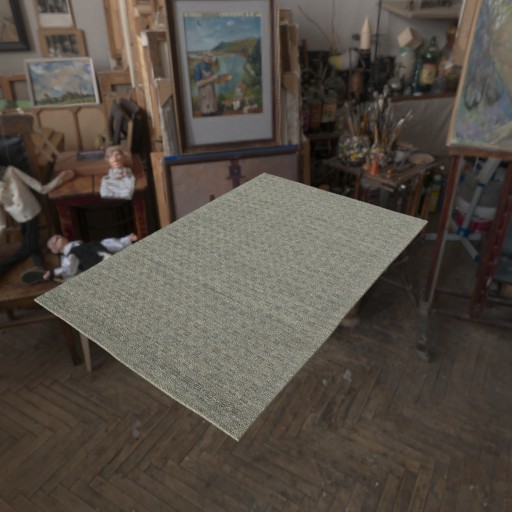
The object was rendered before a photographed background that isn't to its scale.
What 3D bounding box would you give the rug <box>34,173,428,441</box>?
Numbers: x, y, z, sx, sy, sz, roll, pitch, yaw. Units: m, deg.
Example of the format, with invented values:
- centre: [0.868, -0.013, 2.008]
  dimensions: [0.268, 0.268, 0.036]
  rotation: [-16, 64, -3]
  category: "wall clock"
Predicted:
- centre: [0.000, 0.000, 2.965]
  dimensions: [1.532, 0.018, 2.297]
  rotation: [23, 40, 30]
  category: "rug"
